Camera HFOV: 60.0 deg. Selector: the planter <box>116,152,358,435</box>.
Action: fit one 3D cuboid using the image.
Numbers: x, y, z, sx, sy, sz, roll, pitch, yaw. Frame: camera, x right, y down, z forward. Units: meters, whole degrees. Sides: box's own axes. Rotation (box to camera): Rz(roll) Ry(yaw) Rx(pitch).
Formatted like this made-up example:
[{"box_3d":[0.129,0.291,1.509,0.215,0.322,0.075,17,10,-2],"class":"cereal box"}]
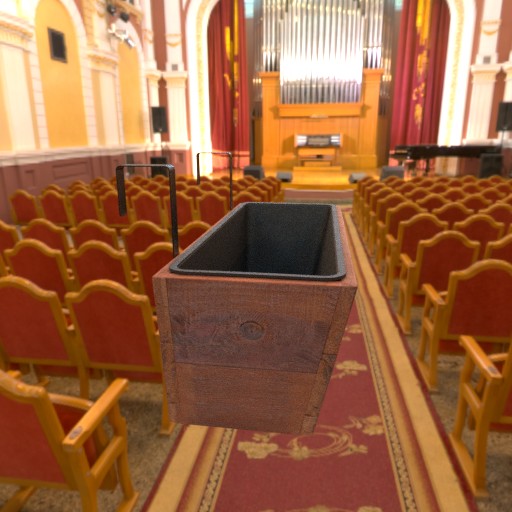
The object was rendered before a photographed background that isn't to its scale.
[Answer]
[{"box_3d":[0.000,0.000,0.667,0.262,0.289,0.480,2,16,8],"class":"planter"}]
